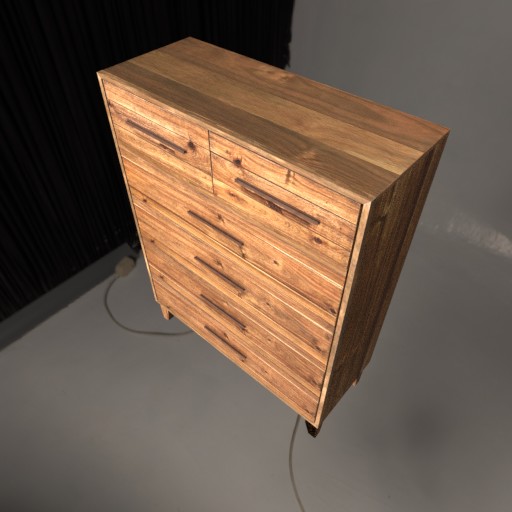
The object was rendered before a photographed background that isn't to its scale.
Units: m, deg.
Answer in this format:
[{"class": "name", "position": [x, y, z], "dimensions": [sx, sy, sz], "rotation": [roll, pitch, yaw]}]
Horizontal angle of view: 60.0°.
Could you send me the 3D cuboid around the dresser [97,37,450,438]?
[{"class": "dresser", "position": [0.000, 0.000, 1.864], "dimensions": [1.062, 1.393, 0.442], "rotation": [32, 54, 27]}]
